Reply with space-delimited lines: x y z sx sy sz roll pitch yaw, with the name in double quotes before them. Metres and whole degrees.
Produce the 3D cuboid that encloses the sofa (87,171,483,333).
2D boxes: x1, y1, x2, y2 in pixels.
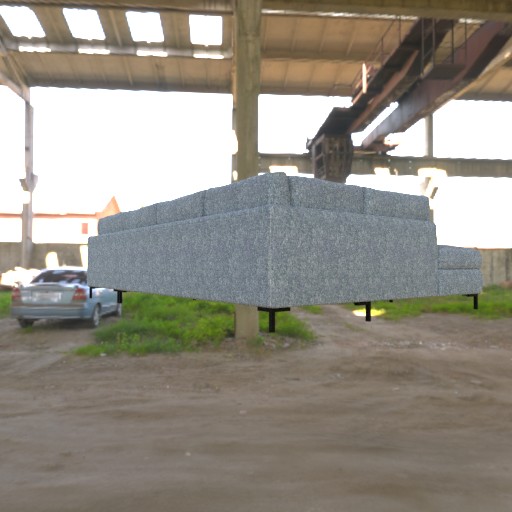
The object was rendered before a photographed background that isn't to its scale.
"sofa" 0.000 0.000 3.571 1.879 0.756 2.737 1 -2 -37
